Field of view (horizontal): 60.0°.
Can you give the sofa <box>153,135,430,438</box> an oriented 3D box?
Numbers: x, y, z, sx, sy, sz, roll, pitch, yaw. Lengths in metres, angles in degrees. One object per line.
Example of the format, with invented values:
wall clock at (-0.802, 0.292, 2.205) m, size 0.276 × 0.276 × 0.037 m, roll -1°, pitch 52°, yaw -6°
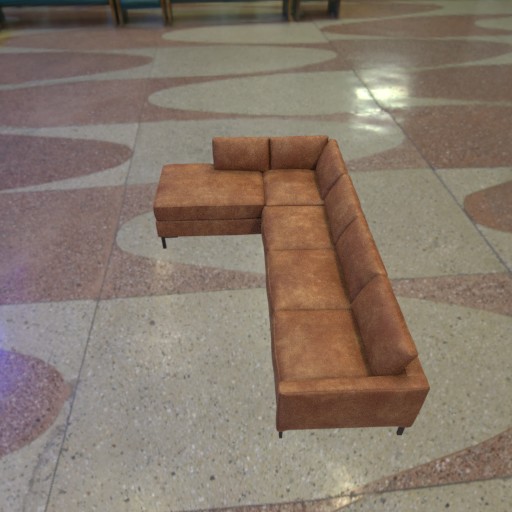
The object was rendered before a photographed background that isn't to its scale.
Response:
sofa at (0.000, 0.000, 3.823) m, size 1.938 × 0.877 × 2.984 m, roll -1°, pitch 41°, yaw -2°
